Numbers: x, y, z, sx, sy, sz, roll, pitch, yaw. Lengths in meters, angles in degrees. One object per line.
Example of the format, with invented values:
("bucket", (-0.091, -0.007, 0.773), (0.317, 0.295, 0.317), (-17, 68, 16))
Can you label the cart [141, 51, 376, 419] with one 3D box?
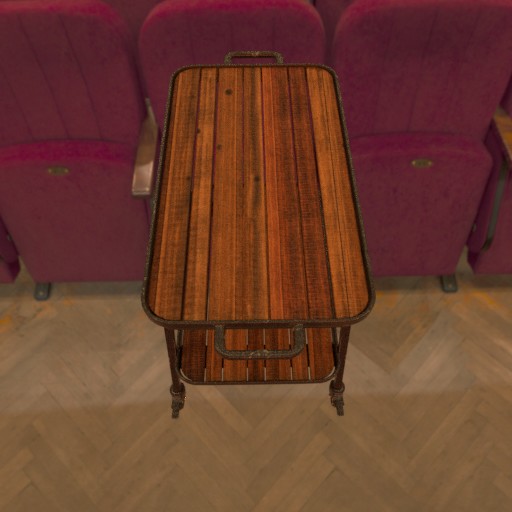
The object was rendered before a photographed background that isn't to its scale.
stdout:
("cart", (0.000, 0.000, 1.217), (0.515, 0.700, 0.806), (-1, 59, 0))
